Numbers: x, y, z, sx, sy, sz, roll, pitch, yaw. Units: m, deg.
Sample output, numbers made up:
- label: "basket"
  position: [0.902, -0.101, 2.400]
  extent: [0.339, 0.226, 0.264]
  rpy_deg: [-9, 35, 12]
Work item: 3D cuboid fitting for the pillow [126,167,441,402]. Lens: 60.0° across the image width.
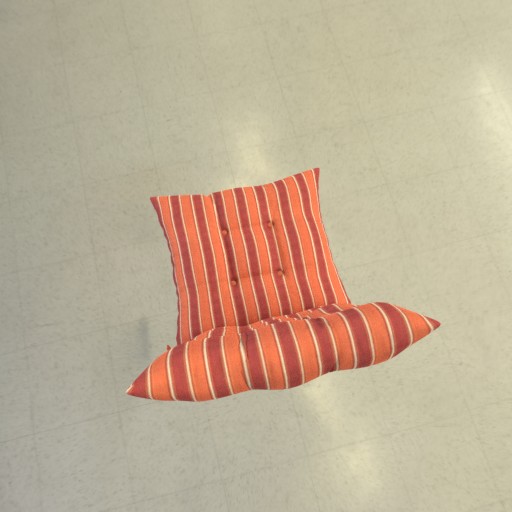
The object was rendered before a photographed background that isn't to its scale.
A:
- label: "pillow"
  position: [0.000, 0.000, 1.006]
  extent: [0.541, 0.536, 0.585]
  rpy_deg: [-11, 74, -3]
